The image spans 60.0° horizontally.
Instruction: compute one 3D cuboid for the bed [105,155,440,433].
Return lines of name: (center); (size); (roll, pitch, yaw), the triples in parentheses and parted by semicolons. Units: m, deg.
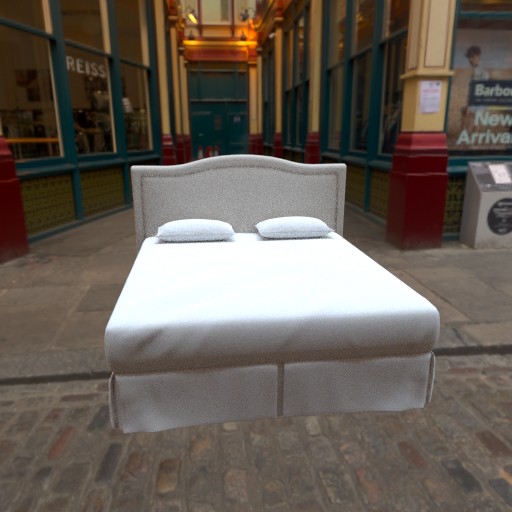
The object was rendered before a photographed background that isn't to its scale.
bed: (0.000, 0.000, 3.447); (2.083, 1.421, 2.182); (-2, 16, -7)
